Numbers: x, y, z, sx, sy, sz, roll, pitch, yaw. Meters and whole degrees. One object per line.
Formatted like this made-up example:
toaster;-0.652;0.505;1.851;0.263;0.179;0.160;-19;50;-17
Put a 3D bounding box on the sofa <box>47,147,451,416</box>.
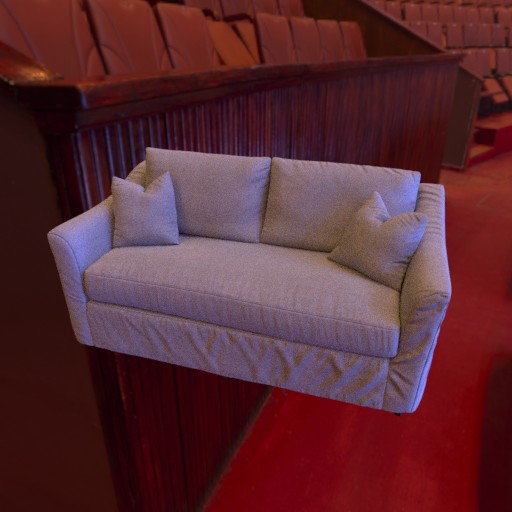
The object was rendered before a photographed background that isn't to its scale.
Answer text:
sofa;0.000;0.000;2.579;2.010;1.018;1.072;8;27;16
